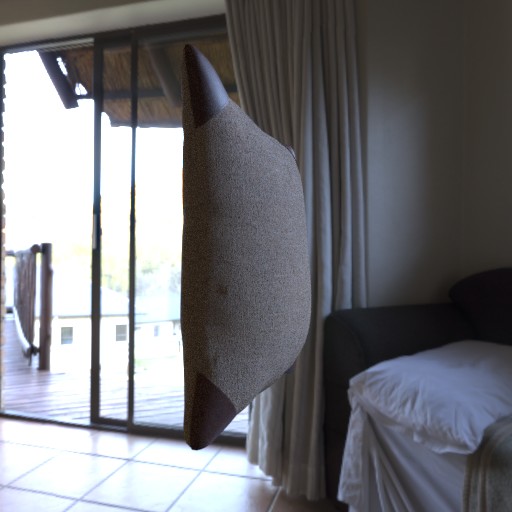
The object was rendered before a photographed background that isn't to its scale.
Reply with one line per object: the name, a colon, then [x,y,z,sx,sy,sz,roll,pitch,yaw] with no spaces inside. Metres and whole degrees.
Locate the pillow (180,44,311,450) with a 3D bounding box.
pillow: [0.000,0.000,0.672,0.147,0.448,0.437,0,-2,17]
